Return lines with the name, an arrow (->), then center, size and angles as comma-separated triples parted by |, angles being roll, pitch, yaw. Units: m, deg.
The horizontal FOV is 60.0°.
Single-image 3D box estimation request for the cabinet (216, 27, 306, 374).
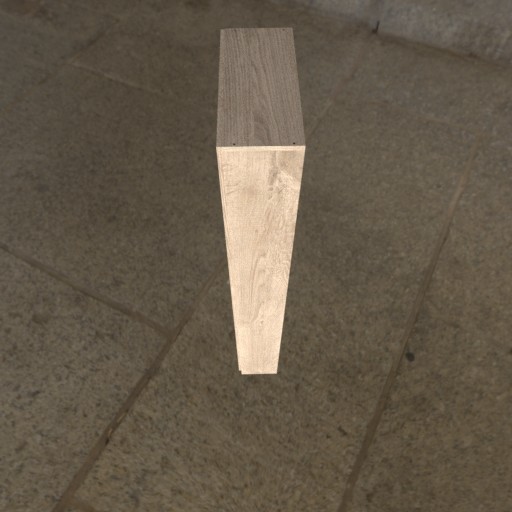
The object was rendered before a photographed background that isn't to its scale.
cabinet -> 0.000, 0.000, 1.963 | 0.230, 1.790, 0.500 | -1, 58, -1
